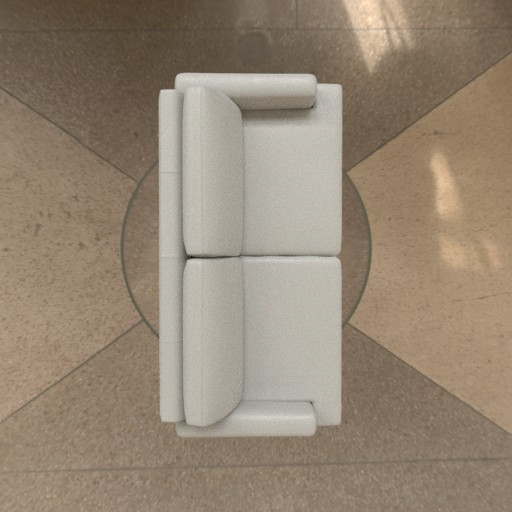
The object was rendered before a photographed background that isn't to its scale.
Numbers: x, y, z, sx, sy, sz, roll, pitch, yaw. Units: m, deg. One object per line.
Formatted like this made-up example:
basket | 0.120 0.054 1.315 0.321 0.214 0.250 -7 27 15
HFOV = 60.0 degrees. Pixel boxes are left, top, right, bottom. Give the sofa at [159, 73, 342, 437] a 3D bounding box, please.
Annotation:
sofa | 0.000 0.000 2.470 0.974 0.765 1.940 0 91 -1
